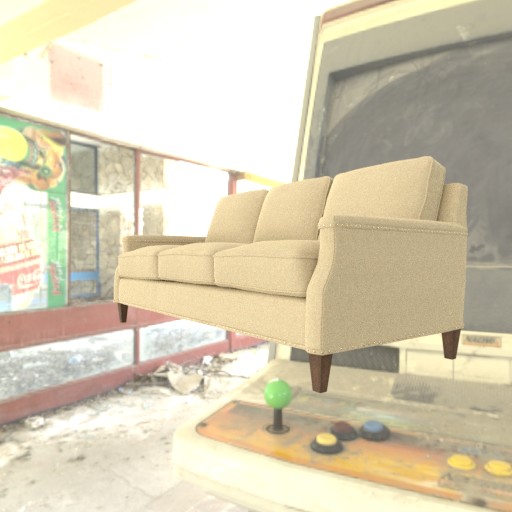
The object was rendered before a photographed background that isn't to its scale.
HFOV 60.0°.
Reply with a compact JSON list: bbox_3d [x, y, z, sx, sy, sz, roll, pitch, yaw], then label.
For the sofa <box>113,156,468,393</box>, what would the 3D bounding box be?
[{"bbox_3d":[0.000,0.000,2.779,1.084,1.003,2.246,0,0,-36],"label":"sofa"}]
